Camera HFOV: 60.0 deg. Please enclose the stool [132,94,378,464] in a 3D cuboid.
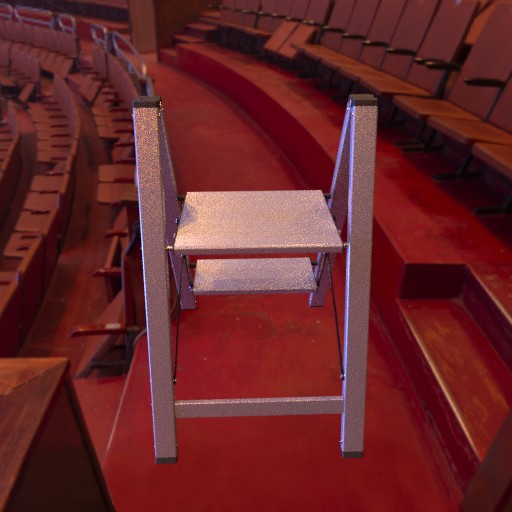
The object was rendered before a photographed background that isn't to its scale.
[{"bbox_3d":[0.000,0.000,0.972,0.440,0.670,0.535,-1,32,-2],"label":"stool"}]
